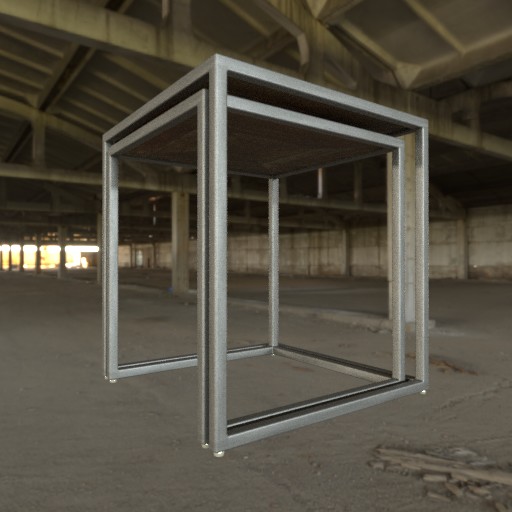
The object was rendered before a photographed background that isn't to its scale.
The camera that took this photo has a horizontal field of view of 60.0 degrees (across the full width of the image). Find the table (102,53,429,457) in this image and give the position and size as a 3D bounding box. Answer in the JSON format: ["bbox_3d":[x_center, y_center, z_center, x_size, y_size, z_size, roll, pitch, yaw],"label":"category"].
[{"bbox_3d":[0.000,0.000,0.854,0.449,0.500,0.450,0,0,-36],"label":"table"}]
